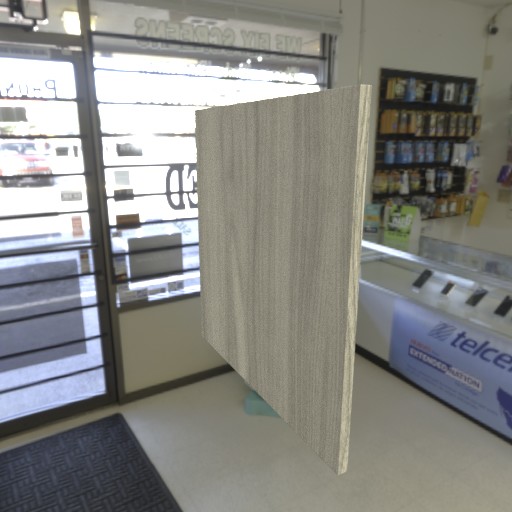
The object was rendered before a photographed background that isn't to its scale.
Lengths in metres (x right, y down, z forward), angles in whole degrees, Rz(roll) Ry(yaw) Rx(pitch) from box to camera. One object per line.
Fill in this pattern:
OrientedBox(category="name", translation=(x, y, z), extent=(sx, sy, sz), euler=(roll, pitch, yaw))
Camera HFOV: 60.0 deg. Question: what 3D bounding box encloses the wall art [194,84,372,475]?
OrientedBox(category="wall art", translation=(0.000, 0.000, 0.767), extent=(0.016, 0.507, 0.508), euler=(-8, 17, -27))
